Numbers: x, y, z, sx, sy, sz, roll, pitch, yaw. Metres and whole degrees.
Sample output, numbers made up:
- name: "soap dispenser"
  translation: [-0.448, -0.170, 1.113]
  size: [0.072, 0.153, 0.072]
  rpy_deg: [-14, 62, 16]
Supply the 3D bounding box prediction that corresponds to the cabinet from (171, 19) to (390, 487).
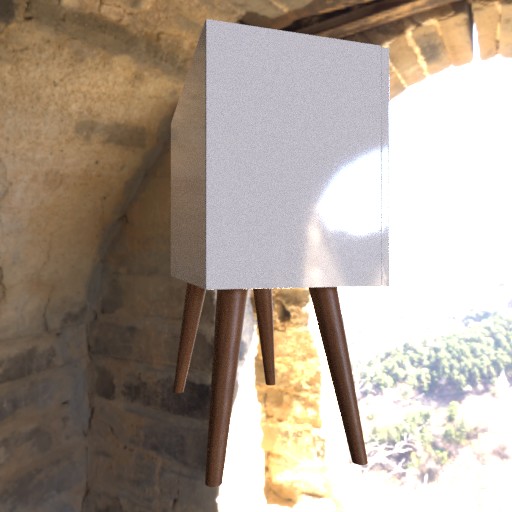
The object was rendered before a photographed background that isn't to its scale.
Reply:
- name: "cabinet"
  translation: [0.000, 0.000, 1.052]
  size: [0.344, 0.772, 0.591]
  rpy_deg: [0, 0, -16]
